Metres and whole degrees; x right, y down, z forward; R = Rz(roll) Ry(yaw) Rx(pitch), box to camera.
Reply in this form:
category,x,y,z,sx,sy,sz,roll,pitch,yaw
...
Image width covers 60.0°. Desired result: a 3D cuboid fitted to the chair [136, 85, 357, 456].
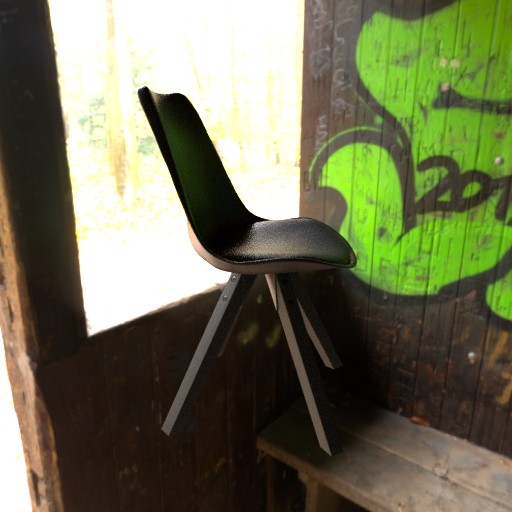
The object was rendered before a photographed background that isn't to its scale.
category,x,y,z,sx,sy,sz,roll,pitch,yaw
chair,0.000,0.000,1.192,0.530,0.850,0.485,3,16,10
